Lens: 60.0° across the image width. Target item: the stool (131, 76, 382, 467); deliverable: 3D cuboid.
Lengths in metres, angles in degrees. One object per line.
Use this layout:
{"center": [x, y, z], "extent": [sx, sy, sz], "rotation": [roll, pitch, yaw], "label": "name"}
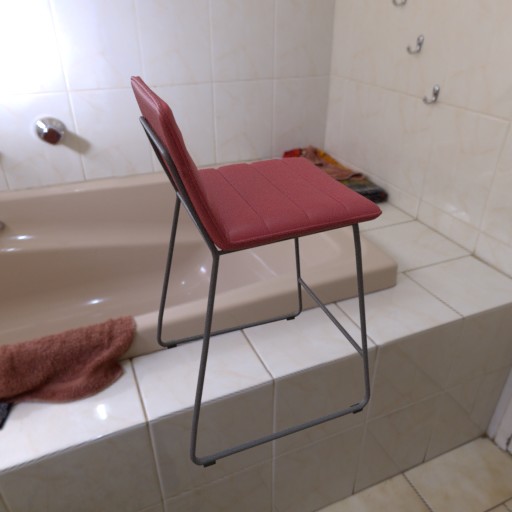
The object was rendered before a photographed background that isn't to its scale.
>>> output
{"center": [0.000, 0.000, 1.159], "extent": [0.524, 0.866, 0.489], "rotation": [-11, 32, -18], "label": "stool"}
